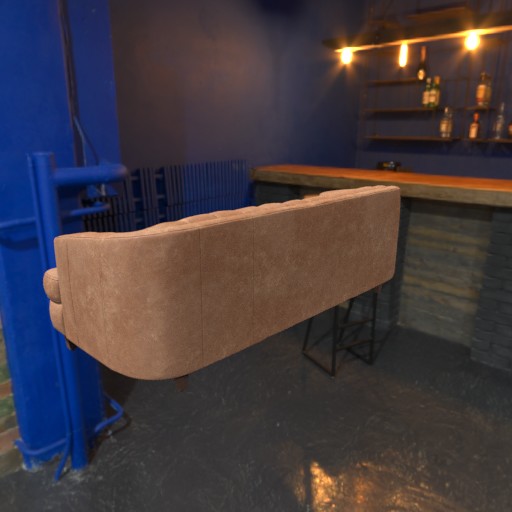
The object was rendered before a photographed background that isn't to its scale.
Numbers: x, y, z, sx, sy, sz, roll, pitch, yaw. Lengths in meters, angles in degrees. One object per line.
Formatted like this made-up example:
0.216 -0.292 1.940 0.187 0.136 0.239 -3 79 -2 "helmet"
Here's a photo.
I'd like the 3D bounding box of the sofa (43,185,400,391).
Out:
0.000 0.000 2.758 0.922 0.791 2.257 15 22 43 "sofa"
